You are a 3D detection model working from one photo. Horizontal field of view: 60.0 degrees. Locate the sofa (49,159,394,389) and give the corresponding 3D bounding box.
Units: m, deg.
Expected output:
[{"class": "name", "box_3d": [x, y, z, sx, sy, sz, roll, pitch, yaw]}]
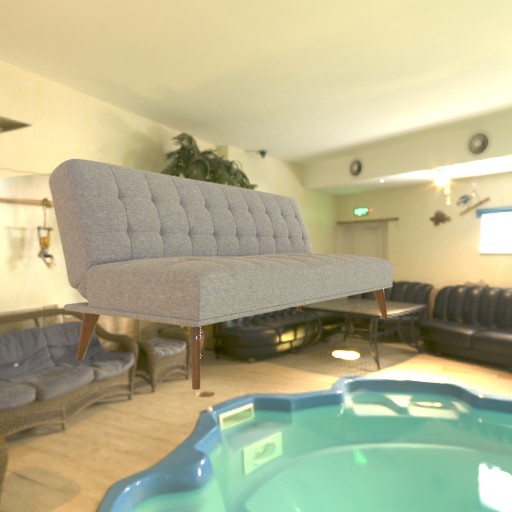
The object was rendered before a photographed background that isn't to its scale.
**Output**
[{"class": "sofa", "box_3d": [0.000, 0.000, 2.315, 0.860, 0.810, 1.800, 1, 1, 36]}]
